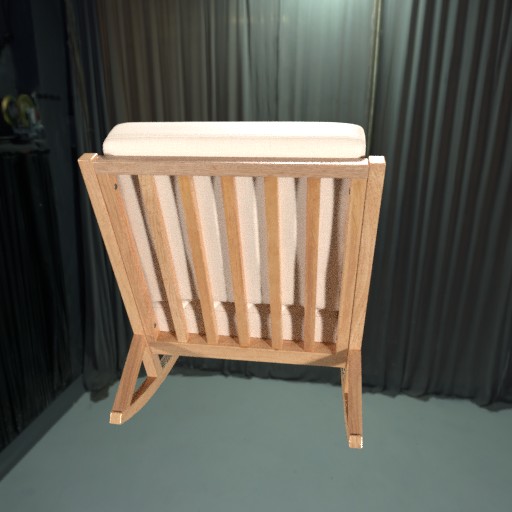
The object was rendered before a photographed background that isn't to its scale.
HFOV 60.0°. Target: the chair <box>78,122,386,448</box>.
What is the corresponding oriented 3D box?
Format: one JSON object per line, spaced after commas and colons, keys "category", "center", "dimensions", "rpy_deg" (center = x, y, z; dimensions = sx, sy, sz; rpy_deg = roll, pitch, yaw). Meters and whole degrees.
{"category": "chair", "center": [0.000, 0.000, 1.371], "dimensions": [0.622, 0.790, 0.857], "rpy_deg": [2, 17, 8]}
